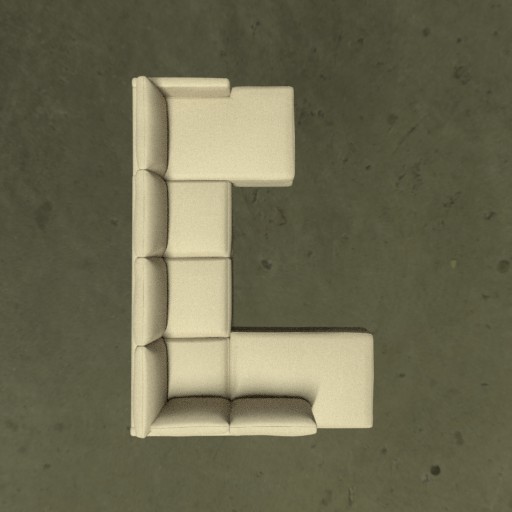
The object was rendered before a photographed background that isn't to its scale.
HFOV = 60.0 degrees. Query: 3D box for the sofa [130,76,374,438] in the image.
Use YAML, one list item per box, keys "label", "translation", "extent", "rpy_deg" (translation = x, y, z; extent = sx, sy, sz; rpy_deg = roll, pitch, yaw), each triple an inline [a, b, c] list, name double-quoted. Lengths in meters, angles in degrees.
- label: "sofa"
  translation: [0.000, 0.000, 3.509]
  extent: [1.879, 0.756, 2.737]
  rpy_deg: [0, 89, -2]
